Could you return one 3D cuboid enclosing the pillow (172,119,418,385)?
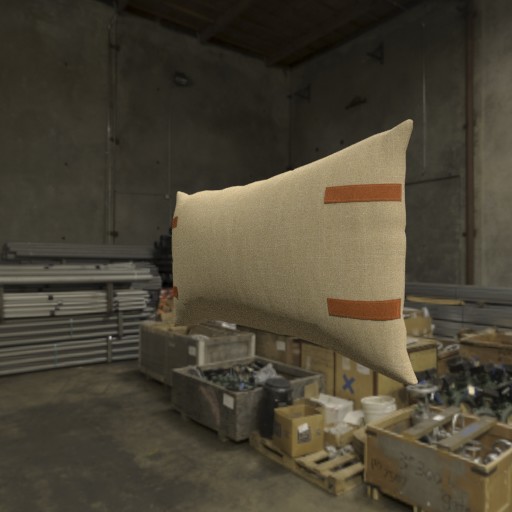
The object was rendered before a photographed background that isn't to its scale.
[{"bbox_3d":[0.000,0.000,0.752,0.148,0.308,0.612,1,-1,-36],"label":"pillow"}]
